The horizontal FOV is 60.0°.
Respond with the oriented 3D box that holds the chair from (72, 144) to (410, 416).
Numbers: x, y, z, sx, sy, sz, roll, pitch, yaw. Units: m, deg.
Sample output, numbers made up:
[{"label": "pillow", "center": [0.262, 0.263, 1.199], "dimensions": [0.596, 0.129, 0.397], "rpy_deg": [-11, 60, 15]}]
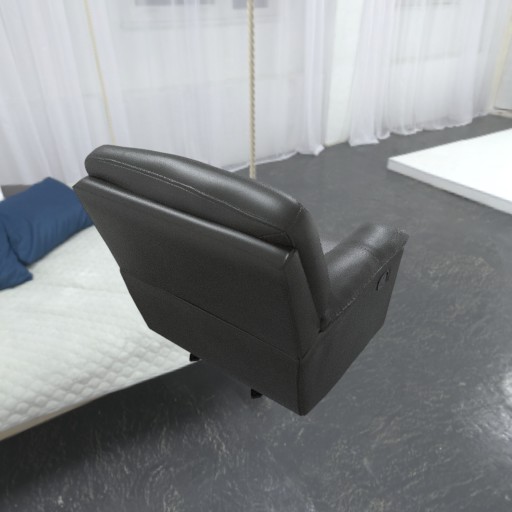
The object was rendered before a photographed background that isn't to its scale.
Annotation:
[{"label": "chair", "center": [0.000, 0.000, 2.023], "dimensions": [1.096, 1.109, 1.087], "rpy_deg": [21, 36, 32]}]
